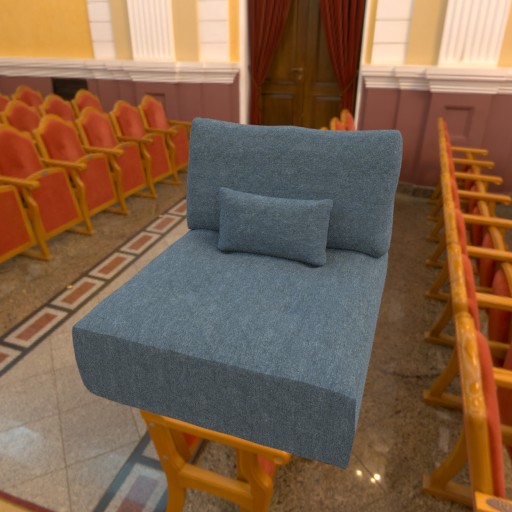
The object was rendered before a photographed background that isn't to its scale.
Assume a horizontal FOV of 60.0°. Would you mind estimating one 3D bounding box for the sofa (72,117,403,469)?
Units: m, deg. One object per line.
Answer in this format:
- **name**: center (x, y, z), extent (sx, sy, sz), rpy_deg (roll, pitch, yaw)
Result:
- **sofa**: center (0.000, 0.000, 1.661), extent (0.930, 0.820, 1.000), rpy_deg (9, 28, 17)
